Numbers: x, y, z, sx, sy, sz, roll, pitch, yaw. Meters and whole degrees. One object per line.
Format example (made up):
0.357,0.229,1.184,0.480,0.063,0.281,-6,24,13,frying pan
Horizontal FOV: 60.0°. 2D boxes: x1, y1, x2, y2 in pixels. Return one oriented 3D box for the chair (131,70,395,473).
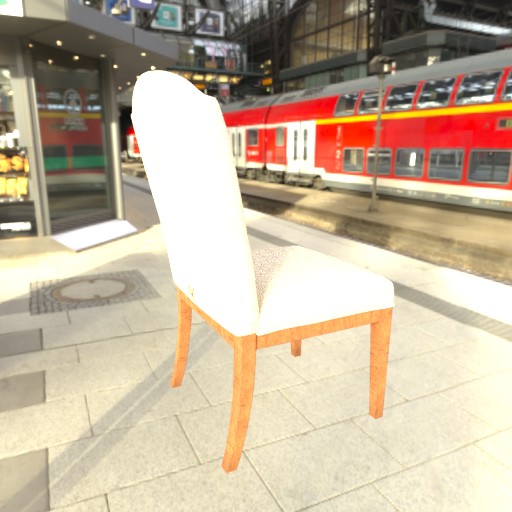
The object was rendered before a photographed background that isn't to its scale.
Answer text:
0.000,0.000,1.350,0.648,1.012,0.534,-7,16,-27,chair
